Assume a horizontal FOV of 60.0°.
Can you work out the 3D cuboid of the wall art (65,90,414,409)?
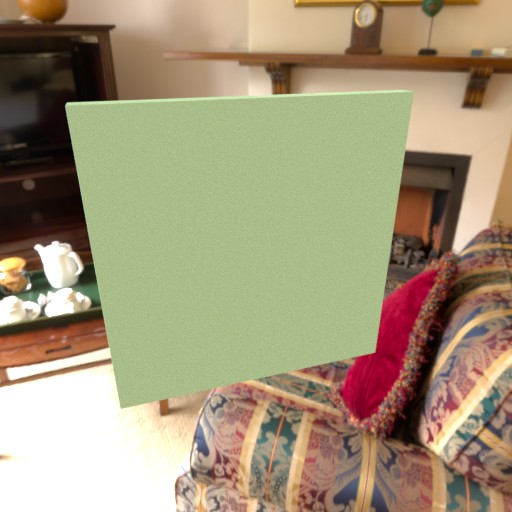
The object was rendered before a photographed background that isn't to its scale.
[{"bbox_3d":[0.000,0.000,0.885,0.603,0.603,0.036,-8,27,-16],"label":"wall art"}]
